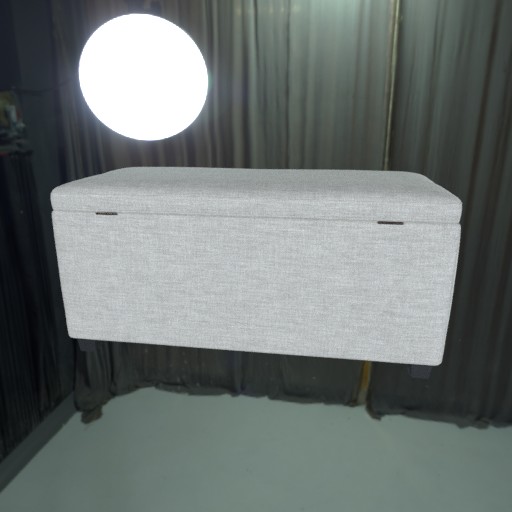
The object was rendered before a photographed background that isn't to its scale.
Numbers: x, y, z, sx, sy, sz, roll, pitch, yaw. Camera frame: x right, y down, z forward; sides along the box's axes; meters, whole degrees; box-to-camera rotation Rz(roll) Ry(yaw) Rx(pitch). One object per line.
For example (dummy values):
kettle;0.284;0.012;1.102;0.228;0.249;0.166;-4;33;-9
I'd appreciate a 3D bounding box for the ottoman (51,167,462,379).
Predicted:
ottoman;0.000;0.000;1.162;0.902;0.432;0.419;3;18;8
